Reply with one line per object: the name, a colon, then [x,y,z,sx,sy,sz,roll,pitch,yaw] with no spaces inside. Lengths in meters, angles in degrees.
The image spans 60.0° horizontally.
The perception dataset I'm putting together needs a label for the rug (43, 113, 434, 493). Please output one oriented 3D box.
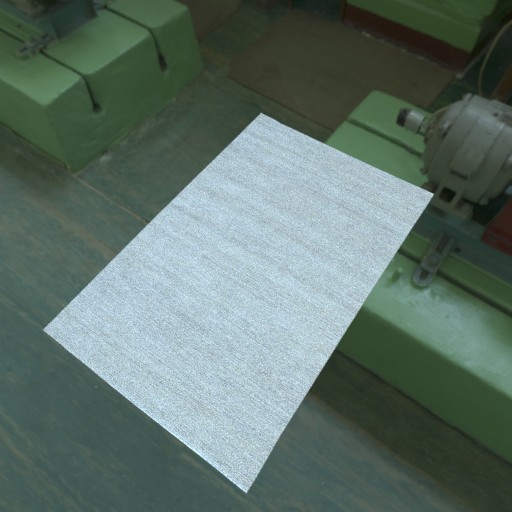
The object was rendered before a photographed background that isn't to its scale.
rug: [0.000,0.000,2.283,1.179,0.022,1.820,31,64,17]
